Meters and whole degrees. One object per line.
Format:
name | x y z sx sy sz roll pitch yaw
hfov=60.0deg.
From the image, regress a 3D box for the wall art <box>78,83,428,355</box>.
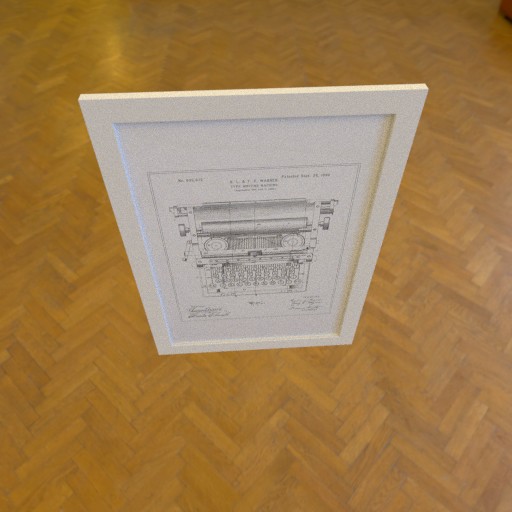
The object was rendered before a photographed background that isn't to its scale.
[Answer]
wall art | 0.000 0.000 0.681 0.381 0.533 0.013 -3 48 -2
